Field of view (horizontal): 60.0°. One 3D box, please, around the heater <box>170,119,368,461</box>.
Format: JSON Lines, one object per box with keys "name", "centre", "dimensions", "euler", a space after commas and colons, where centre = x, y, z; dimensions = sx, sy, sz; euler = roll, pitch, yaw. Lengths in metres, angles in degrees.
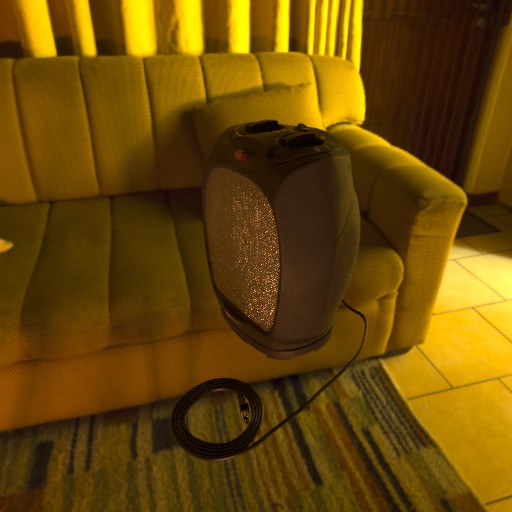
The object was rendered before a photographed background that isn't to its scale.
{"name": "heater", "centre": [0.000, 0.000, 0.485], "dimensions": [0.291, 0.255, 0.239], "euler": [-20, 37, -30]}
